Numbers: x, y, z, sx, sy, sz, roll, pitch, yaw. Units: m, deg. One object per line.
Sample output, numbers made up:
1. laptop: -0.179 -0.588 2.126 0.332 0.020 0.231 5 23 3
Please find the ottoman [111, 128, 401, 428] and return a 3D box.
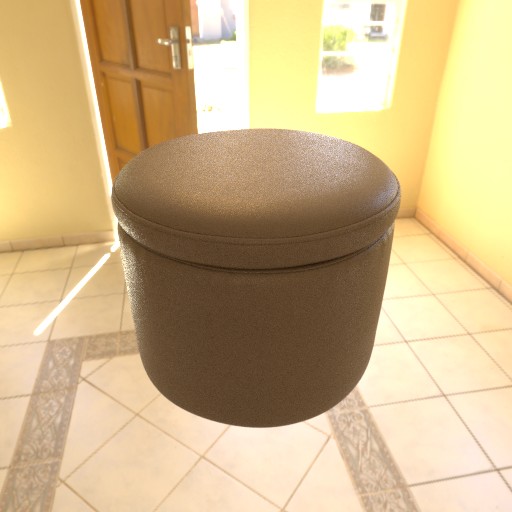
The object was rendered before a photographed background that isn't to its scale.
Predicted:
1. ottoman: 0.000 0.000 0.870 0.500 0.409 0.500 0 31 0
